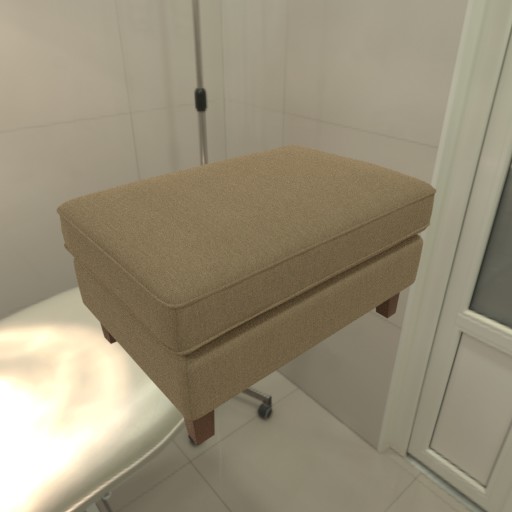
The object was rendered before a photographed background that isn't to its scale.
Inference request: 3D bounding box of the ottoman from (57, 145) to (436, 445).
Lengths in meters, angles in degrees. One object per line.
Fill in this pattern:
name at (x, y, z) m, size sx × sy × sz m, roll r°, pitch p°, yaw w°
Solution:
ottoman at (0.000, 0.000, 1.358) m, size 0.945 × 0.521 × 0.636 m, roll -23°, pitch 36°, yaw -35°
